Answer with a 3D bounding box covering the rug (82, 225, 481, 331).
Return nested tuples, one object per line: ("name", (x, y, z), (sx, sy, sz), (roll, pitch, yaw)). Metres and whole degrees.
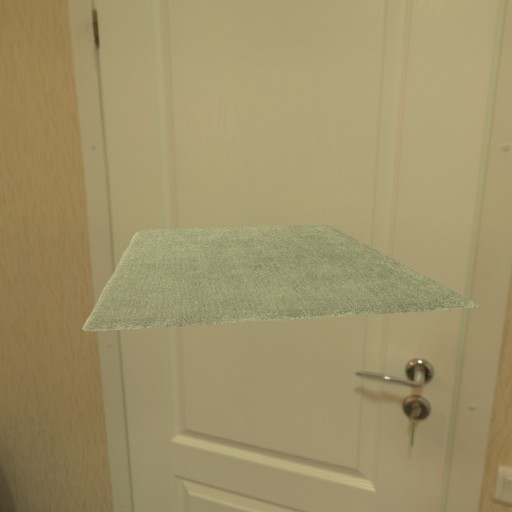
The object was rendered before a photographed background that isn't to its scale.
("rug", (0.000, 0.000, 3.881), (2.332, 0.027, 2.933), (-2, 14, -9))
